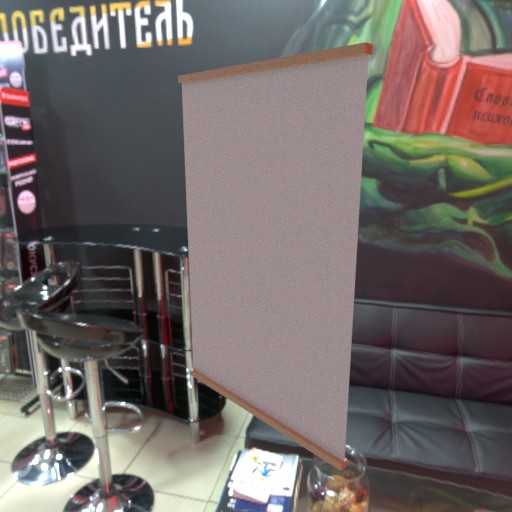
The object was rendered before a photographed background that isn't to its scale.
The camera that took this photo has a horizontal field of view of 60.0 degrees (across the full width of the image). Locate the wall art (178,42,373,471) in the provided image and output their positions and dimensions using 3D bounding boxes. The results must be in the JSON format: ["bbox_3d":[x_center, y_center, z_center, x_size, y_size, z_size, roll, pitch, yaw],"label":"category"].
[{"bbox_3d":[0.000,0.000,1.871,0.040,1.510,0.991,-14,20,-42],"label":"wall art"}]
